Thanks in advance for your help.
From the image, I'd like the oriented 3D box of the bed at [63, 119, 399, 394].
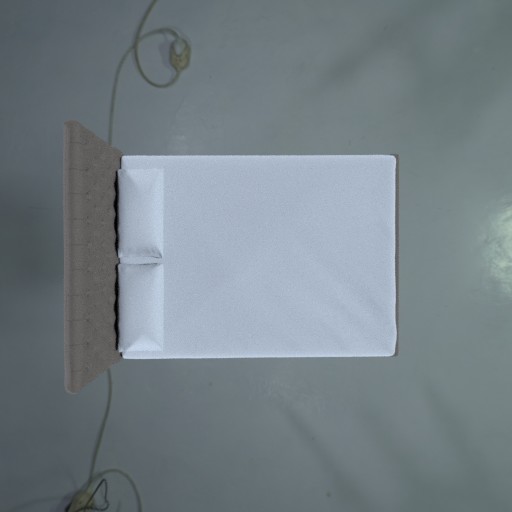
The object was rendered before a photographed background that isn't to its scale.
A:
[{"bbox_3d":[0.000,0.000,3.408,2.387,1.427,1.698,0,91,0],"label":"bed"}]
